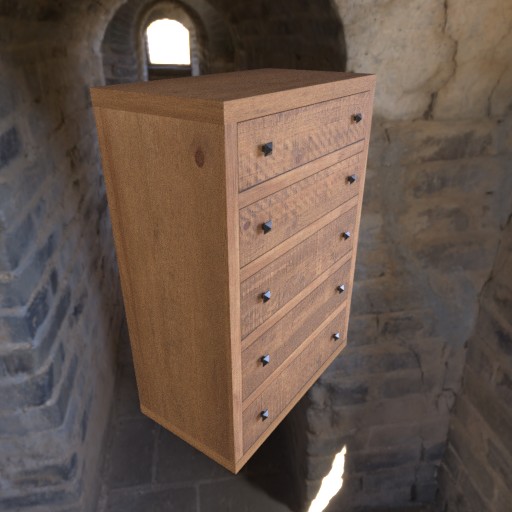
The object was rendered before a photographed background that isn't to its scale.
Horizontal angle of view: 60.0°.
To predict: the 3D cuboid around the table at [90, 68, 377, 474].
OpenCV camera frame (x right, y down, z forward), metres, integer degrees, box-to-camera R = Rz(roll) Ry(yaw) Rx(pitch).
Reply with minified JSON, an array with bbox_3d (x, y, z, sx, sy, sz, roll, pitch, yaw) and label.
[{"bbox_3d":[0.000,0.000,1.747,0.524,1.294,0.901,18,32,31],"label":"table"}]
